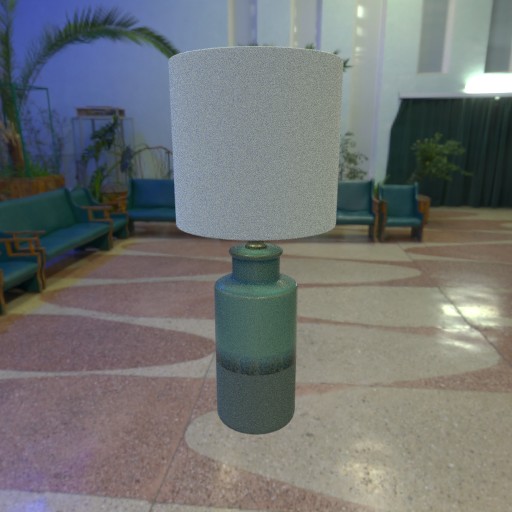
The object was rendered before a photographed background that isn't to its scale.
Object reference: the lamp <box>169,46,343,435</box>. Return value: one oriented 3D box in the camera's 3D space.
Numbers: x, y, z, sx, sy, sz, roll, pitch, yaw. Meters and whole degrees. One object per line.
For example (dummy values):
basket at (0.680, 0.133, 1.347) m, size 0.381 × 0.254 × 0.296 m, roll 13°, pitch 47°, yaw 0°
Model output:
lamp at (0.000, 0.000, 0.610) m, size 0.212 × 0.493 × 0.212 m, roll 2°, pitch 15°, yaw 9°
